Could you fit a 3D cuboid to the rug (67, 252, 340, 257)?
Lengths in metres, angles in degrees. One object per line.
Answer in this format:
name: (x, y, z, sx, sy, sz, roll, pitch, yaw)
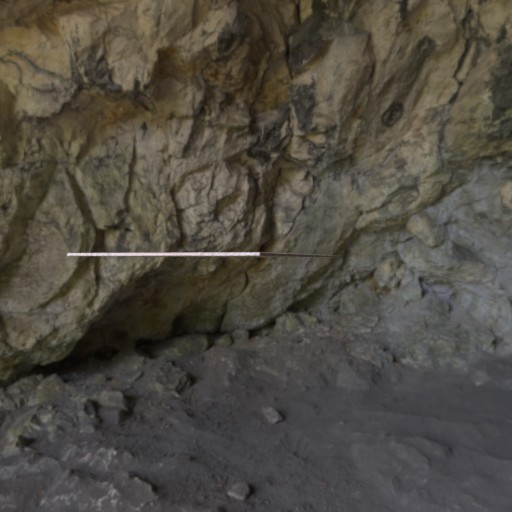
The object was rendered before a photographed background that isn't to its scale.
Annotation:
rug: (0.000, 0.000, 2.746, 0.775, 0.012, 2.452, 0, 0, 17)
